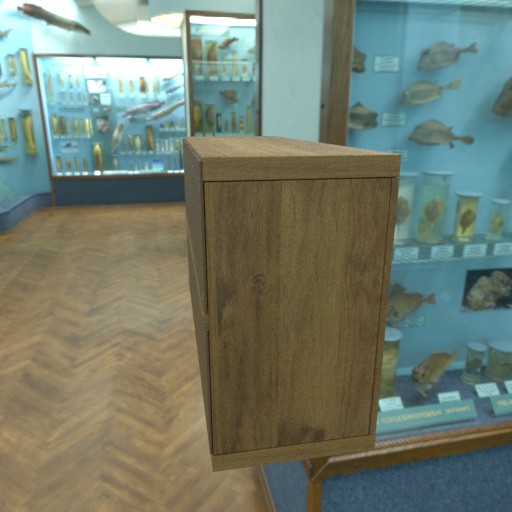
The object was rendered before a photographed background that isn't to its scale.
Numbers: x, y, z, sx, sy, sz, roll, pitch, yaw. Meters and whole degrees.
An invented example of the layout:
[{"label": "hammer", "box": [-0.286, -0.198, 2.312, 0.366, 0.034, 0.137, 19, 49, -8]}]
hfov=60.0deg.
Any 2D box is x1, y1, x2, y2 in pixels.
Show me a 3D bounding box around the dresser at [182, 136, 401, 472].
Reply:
[{"label": "dresser", "box": [0.000, 0.000, 1.660, 0.479, 0.825, 1.261, -3, 17, -10]}]
